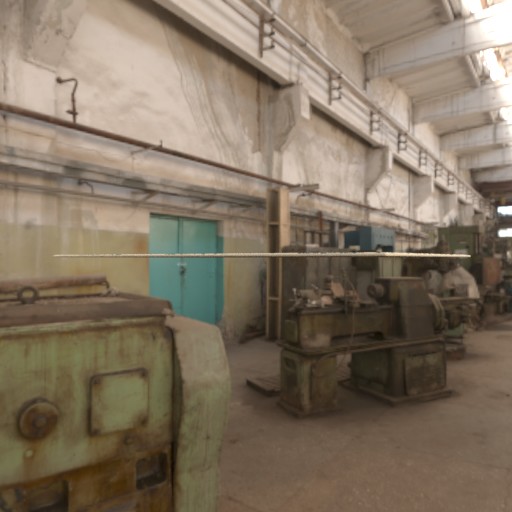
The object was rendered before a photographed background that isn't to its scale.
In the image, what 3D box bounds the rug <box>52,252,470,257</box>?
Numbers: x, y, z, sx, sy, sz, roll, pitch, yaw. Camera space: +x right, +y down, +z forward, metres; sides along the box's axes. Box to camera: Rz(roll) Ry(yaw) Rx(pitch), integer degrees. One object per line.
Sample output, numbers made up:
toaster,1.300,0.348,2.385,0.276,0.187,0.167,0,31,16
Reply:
rug,0.000,0.000,2.321,1.831,0.012,1.213,0,0,36
